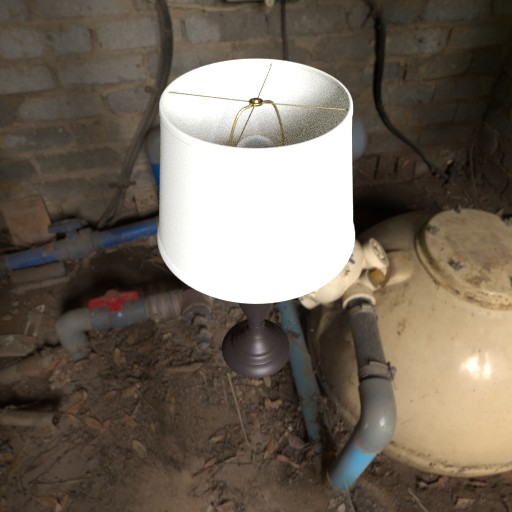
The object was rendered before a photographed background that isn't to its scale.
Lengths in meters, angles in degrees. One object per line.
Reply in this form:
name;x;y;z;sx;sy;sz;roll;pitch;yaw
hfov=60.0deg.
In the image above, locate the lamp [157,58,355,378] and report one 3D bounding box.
lamp;0.000;0.000;0.813;0.335;0.611;0.335;0;46;0
